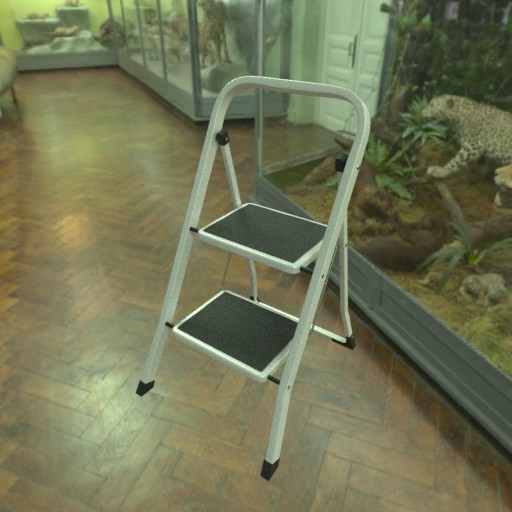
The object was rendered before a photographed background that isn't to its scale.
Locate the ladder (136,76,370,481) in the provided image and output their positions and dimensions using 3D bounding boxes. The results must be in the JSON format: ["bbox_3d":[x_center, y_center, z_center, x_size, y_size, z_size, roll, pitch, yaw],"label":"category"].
[{"bbox_3d":[0.000,0.000,1.136,0.460,0.810,0.544,20,36,30],"label":"ladder"}]
